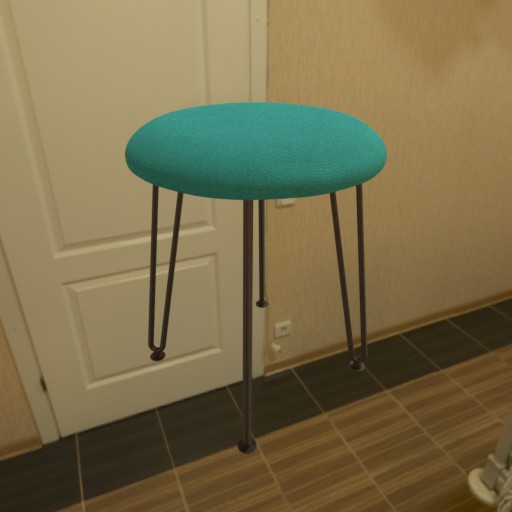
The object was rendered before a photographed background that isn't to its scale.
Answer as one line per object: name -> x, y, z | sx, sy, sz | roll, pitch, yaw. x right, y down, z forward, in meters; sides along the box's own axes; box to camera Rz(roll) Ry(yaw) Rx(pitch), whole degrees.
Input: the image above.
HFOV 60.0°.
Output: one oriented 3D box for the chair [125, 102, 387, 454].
chair -> 0.000, 0.000, 0.694 | 0.350, 0.430, 0.350 | 20, 34, 32
